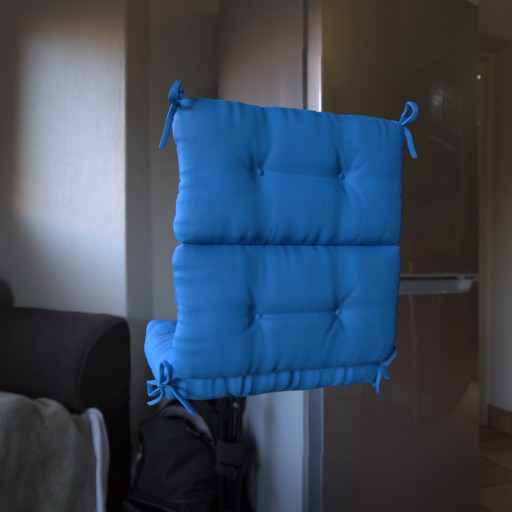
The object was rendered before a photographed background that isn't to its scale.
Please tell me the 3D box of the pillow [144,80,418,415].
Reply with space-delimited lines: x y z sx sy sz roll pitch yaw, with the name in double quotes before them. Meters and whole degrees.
"pillow" 0.000 0.000 1.042 0.519 0.605 0.571 0 0 -18
